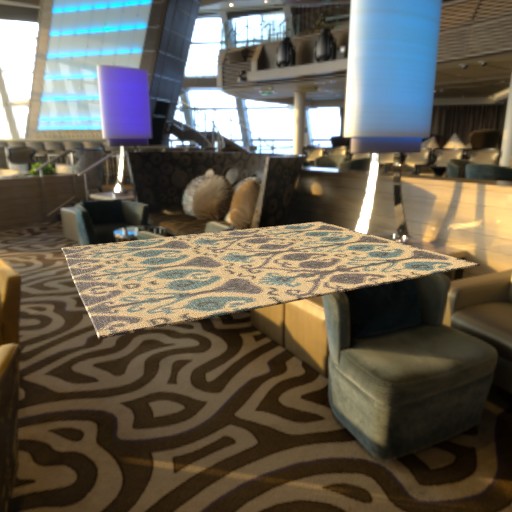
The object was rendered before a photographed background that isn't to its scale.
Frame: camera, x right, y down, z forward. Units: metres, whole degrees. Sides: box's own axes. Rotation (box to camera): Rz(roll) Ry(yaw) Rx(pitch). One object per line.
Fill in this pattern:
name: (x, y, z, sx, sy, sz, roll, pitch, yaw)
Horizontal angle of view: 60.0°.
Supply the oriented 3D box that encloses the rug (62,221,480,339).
rug: (0.000, 0.000, 2.939, 2.261, 0.013, 1.676, -8, 16, -27)
